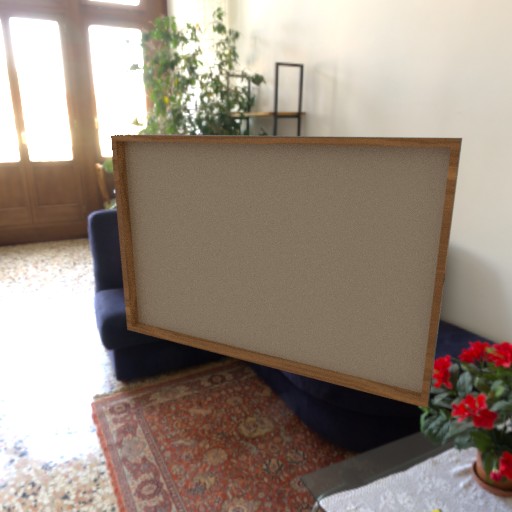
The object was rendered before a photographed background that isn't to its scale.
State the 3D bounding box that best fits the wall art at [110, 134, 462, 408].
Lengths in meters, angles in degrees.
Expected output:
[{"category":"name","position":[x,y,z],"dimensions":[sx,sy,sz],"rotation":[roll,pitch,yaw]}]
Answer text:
[{"category":"wall art","position":[0.000,0.000,1.156],"dimensions":[0.911,0.605,0.037],"rotation":[8,18,26]}]
